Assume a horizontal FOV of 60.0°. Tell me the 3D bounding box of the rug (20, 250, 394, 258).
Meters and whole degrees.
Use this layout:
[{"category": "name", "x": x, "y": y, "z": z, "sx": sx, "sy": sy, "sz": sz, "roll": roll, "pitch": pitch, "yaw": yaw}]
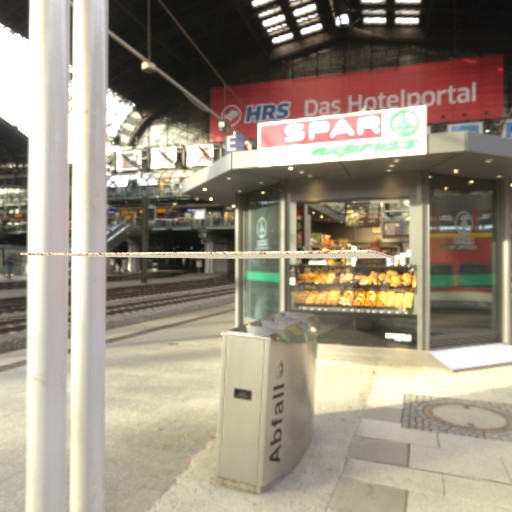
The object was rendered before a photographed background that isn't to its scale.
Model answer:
[{"category": "rug", "x": 0.000, "y": 0.000, "z": 4.239, "sx": 2.436, "sy": 0.024, "sz": 3.226, "roll": 0, "pitch": -1, "yaw": 19}]
